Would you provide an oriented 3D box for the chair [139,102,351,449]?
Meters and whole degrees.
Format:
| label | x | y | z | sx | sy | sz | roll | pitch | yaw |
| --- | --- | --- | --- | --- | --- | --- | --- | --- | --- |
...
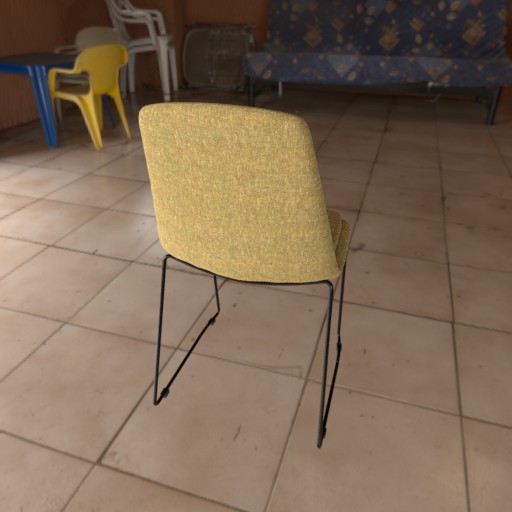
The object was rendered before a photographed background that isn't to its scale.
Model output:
| label | x | y | z | sx | sy | sz | roll | pitch | yaw |
| --- | --- | --- | --- | --- | --- | --- | --- | --- | --- |
| chair | 0.000 | 0.000 | 1.144 | 0.479 | 0.849 | 0.496 | 9 | 31 | 15 |
